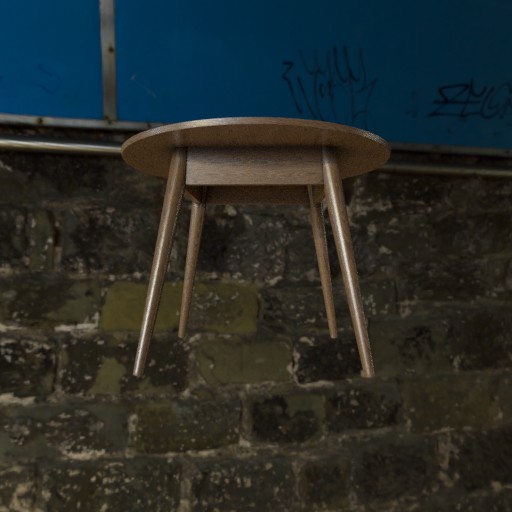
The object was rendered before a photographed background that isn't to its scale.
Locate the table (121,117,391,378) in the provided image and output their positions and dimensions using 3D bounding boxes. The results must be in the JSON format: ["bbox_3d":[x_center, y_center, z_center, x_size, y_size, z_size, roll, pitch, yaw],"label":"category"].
[{"bbox_3d":[0.000,0.000,1.798,1.053,0.786,1.053,0,-1,0],"label":"table"}]
